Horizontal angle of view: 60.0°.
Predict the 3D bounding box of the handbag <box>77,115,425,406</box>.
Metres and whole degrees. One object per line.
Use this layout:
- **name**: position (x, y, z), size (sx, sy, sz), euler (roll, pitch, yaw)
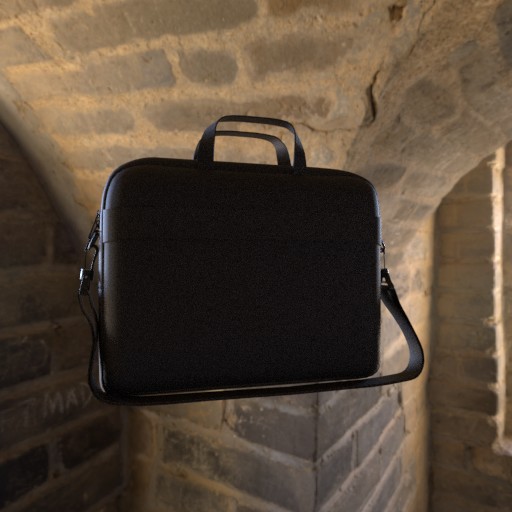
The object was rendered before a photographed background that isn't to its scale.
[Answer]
- **handbag**: position (0.000, 0.000, 0.578), size (0.429, 0.330, 0.126), euler (0, -1, -15)
